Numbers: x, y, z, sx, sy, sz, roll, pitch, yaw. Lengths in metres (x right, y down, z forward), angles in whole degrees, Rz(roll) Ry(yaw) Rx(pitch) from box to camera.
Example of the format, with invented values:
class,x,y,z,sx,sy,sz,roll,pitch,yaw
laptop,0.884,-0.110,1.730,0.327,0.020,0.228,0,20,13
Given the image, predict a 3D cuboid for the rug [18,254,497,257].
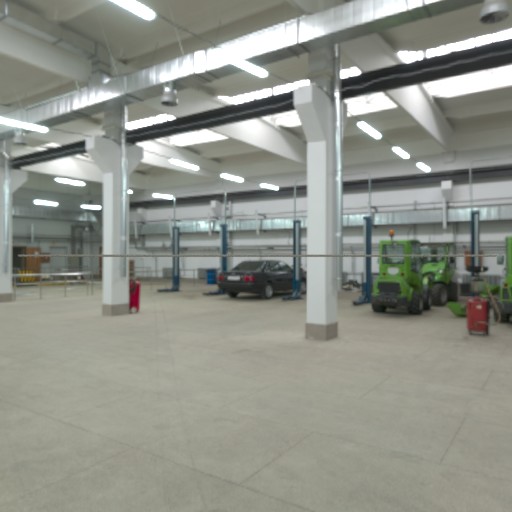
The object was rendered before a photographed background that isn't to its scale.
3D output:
class,x,y,z,sx,sy,sz,roll,pitch,yaw
rug,0.000,0.000,3.002,2.438,0.011,1.524,0,0,-1
